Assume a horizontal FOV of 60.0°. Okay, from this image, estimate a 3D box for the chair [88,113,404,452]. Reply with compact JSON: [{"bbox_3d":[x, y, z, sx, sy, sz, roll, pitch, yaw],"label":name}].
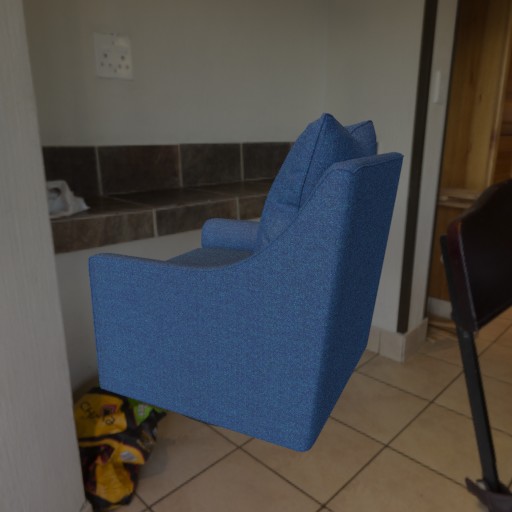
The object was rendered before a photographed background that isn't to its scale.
[{"bbox_3d":[0.000,0.000,1.587,0.870,0.939,0.750,7,17,25],"label":"chair"}]
